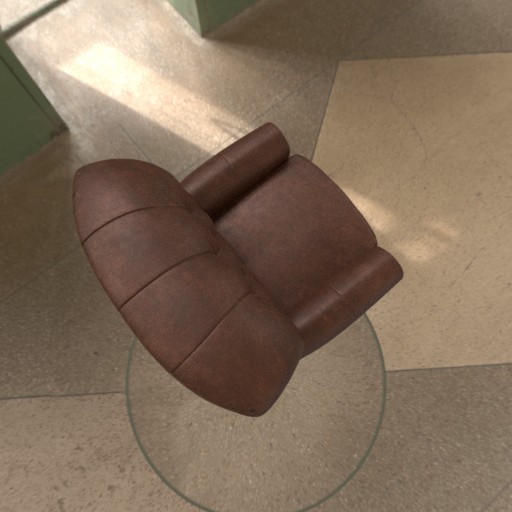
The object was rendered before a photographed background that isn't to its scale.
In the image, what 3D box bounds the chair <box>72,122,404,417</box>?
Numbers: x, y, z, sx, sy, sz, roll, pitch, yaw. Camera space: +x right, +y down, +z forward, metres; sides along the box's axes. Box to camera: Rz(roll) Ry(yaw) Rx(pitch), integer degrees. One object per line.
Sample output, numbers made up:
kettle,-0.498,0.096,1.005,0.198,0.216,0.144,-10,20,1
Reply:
chair,0.000,0.000,1.907,1.031,1.162,0.979,-37,78,-9
